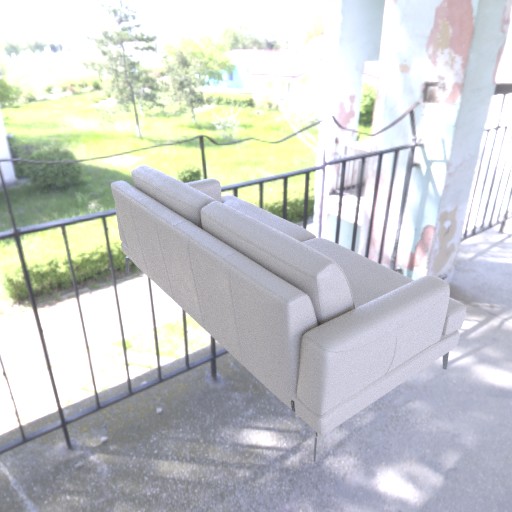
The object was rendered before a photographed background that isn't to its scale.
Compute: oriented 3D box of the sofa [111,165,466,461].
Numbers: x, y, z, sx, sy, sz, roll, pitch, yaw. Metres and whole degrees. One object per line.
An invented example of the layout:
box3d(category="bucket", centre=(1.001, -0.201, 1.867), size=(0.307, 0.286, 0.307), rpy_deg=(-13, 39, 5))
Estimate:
box3d(category="sofa", centre=(0.000, 0.000, 2.426), size=(0.974, 0.765, 1.940), rpy_deg=(-18, 32, -32))
